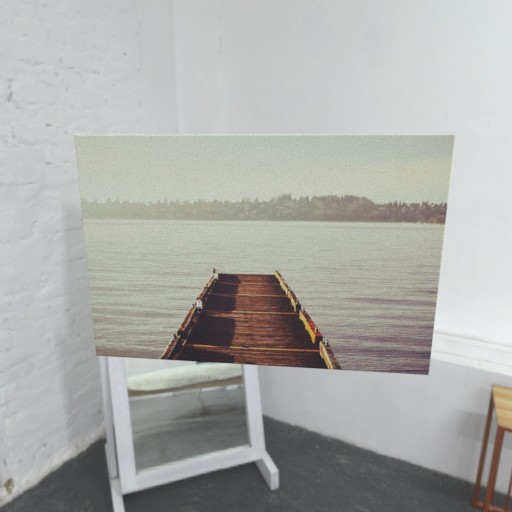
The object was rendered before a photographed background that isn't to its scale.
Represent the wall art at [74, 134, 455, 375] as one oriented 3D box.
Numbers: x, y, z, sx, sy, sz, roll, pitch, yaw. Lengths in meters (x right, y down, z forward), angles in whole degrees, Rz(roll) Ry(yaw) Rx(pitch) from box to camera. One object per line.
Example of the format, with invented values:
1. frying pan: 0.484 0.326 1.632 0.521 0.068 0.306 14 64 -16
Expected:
1. wall art: 0.000 0.000 1.444 1.149 0.765 0.040 2 15 7
